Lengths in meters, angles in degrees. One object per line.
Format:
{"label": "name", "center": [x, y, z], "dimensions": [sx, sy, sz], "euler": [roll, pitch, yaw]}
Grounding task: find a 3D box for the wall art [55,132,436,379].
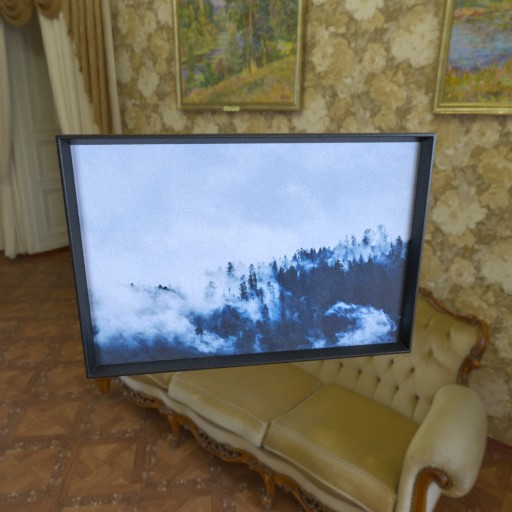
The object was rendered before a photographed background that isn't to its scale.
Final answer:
{"label": "wall art", "center": [0.000, 0.000, 1.203], "dimensions": [0.939, 0.640, 0.058], "euler": [-3, 17, -8]}
